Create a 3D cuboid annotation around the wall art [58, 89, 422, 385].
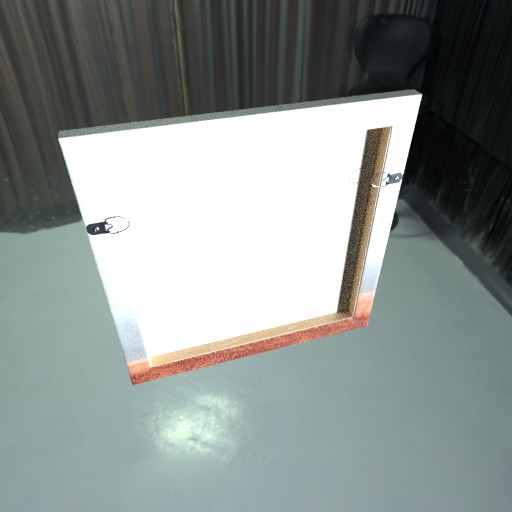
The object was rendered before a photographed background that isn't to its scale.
[{"bbox_3d":[0.000,0.000,1.142,0.760,0.760,0.042,-11,41,-13],"label":"wall art"}]
